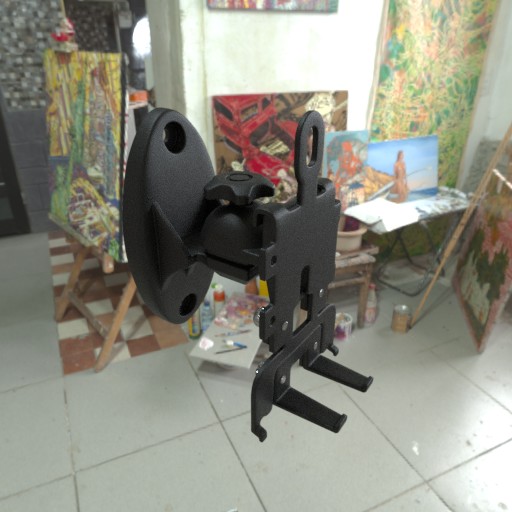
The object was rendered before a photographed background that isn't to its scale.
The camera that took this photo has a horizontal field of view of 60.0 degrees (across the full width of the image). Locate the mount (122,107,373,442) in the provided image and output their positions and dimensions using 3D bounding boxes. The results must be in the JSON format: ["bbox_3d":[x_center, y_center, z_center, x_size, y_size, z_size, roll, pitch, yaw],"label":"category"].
[{"bbox_3d":[0.000,0.000,0.181,0.100,0.118,0.066,18,32,31],"label":"mount"}]
